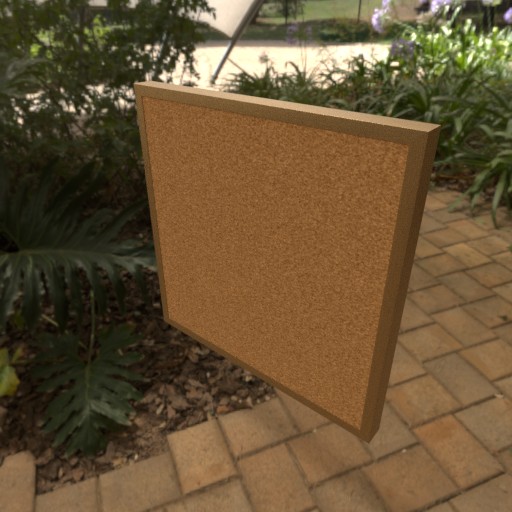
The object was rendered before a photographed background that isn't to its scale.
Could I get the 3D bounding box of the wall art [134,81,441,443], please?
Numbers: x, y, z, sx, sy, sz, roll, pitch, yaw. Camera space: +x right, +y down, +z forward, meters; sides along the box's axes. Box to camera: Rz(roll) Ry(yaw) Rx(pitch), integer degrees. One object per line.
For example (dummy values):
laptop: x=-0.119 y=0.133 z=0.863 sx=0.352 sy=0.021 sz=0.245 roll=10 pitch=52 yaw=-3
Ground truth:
wall art: x=0.000 y=0.000 z=0.754 sx=0.510 sy=0.509 sz=0.037 roll=22 pitch=37 yaw=33
